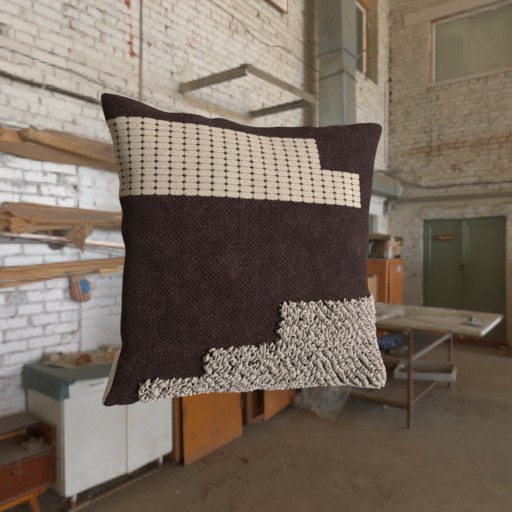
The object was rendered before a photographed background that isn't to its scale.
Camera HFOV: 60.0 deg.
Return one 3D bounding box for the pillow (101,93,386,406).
[{"bbox_3d":[0.000,0.000,0.718,0.475,0.473,0.178,0,1,-17],"label":"pillow"}]
